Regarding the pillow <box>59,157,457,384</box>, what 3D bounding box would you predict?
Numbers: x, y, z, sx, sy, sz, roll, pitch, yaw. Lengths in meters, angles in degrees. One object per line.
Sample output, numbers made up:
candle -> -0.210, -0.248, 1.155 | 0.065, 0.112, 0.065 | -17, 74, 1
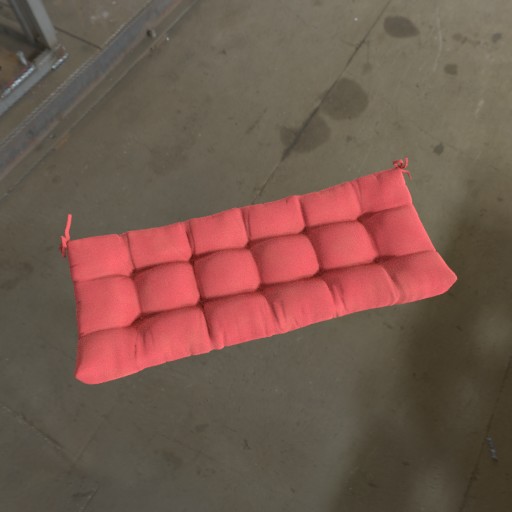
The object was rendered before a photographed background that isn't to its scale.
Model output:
pillow -> 0.000, 0.000, 1.373 | 1.194, 0.174, 0.511 | -13, 66, -6
